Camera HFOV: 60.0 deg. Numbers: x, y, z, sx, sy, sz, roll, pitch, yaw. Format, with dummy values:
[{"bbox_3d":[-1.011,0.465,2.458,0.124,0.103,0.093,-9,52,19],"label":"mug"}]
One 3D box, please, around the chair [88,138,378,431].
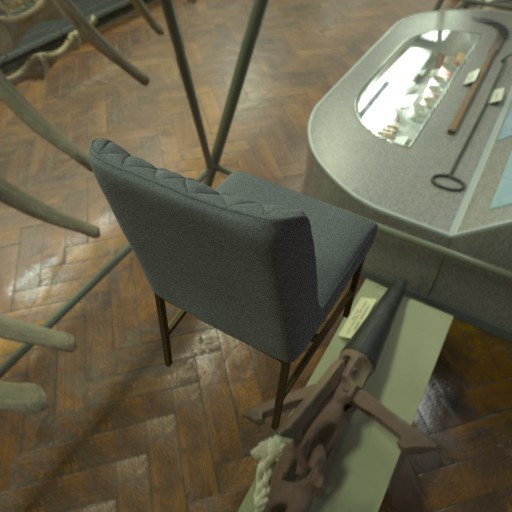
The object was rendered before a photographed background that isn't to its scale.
[{"bbox_3d":[0.000,0.000,1.227,0.508,0.889,0.587,24,53,20],"label":"chair"}]
